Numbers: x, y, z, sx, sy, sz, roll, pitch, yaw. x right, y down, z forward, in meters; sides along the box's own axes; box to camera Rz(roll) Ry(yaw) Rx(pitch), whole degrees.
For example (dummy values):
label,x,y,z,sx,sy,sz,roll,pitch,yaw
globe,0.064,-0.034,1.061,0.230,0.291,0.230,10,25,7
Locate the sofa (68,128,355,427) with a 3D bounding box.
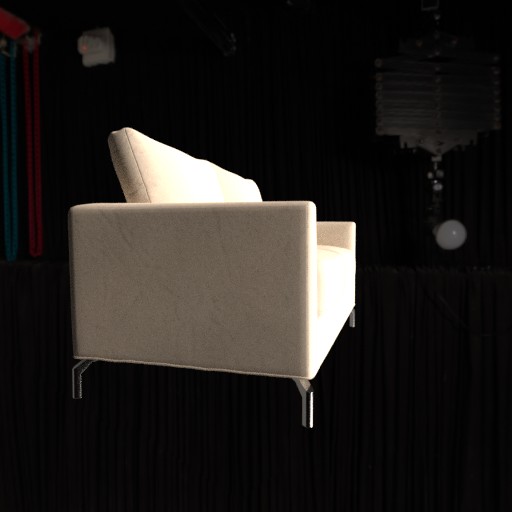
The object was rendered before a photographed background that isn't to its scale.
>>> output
label,x,y,z,sx,sy,sz,roll,pitch,yaw
sofa,0.000,0.000,2.286,0.906,0.995,1.739,1,2,17
